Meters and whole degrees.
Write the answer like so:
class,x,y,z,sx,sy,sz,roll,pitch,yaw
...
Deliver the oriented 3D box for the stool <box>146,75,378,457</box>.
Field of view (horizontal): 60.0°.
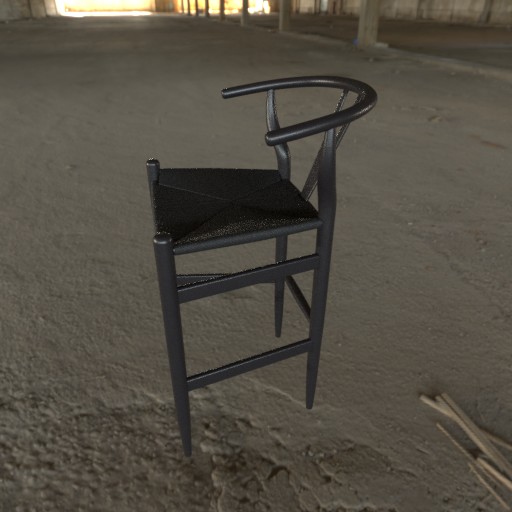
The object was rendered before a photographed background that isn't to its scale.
class,x,y,z,sx,sy,sz,roll,pitch,yaw
stool,0.000,0.000,1.332,0.579,0.970,0.569,-7,31,-12
